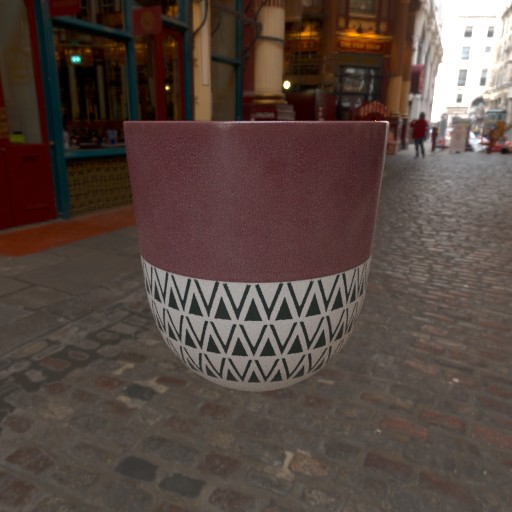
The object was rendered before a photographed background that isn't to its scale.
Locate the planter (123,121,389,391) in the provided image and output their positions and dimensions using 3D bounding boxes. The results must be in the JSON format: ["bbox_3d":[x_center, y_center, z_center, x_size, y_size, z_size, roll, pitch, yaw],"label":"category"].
[{"bbox_3d":[0.000,0.000,0.368,0.195,0.214,0.195,0,17,0],"label":"planter"}]
